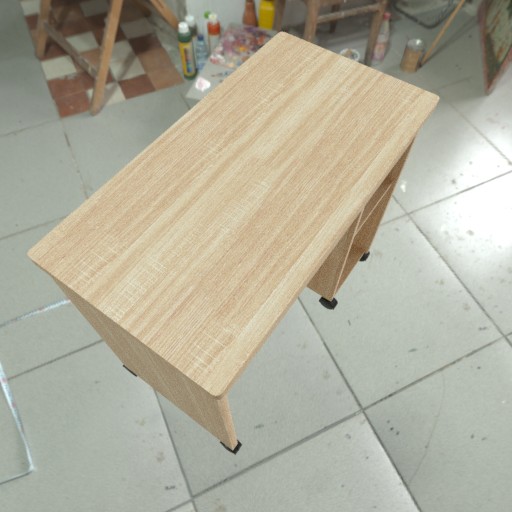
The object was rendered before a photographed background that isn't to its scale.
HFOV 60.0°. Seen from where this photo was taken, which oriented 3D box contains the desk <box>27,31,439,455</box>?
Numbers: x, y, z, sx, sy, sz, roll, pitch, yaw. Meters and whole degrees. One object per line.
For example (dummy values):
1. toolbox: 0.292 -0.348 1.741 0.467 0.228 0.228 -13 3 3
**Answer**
1. desk: 0.000 0.000 1.296 0.480 0.770 0.884 31 64 17
